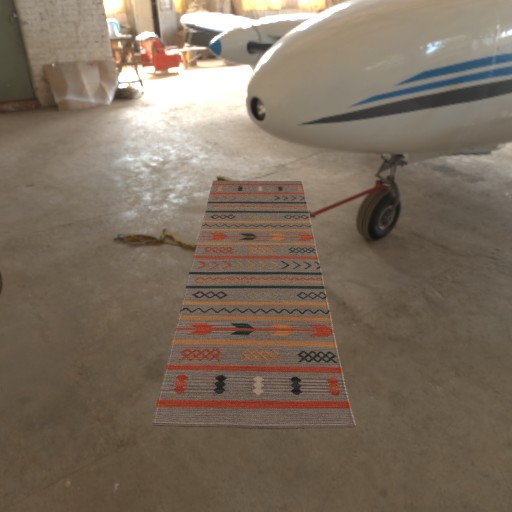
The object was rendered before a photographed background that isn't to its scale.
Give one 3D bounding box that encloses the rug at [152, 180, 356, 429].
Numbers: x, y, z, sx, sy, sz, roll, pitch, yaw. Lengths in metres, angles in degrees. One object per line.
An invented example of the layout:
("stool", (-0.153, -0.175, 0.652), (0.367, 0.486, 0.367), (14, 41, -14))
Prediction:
("rug", (0.000, 0.000, 2.634), (0.744, 0.022, 2.419), (0, 31, 0))
